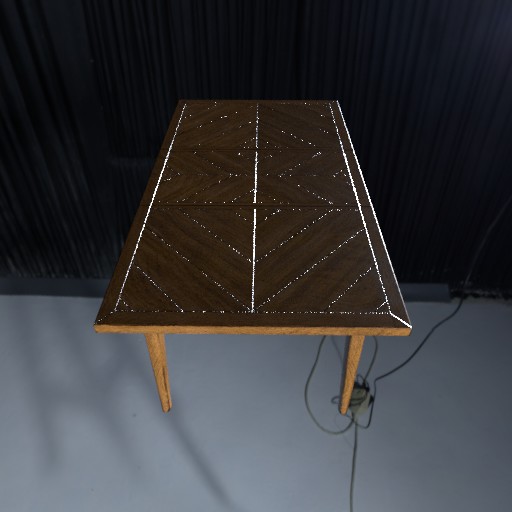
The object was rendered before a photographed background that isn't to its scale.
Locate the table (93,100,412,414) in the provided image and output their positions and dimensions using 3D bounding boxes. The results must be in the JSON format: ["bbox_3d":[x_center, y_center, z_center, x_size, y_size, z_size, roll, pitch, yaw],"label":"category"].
[{"bbox_3d":[0.000,0.000,1.829,0.757,0.760,1.400,0,41,1],"label":"table"}]
